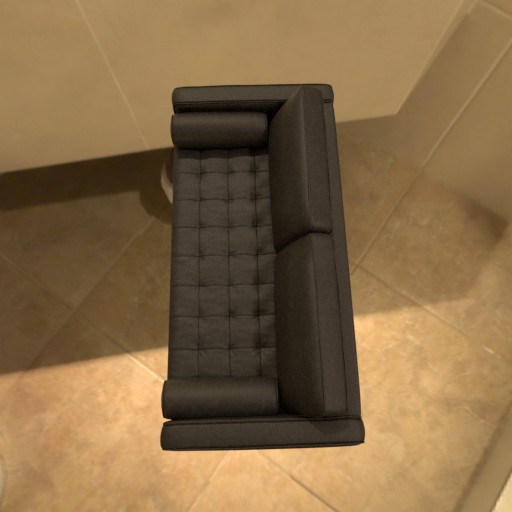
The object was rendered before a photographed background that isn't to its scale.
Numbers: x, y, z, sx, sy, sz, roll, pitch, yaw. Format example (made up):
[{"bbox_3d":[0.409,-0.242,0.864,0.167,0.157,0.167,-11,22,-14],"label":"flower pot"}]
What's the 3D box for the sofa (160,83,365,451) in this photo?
[{"bbox_3d":[0.000,0.000,2.354,0.921,0.770,1.879,-1,73,0],"label":"sofa"}]
